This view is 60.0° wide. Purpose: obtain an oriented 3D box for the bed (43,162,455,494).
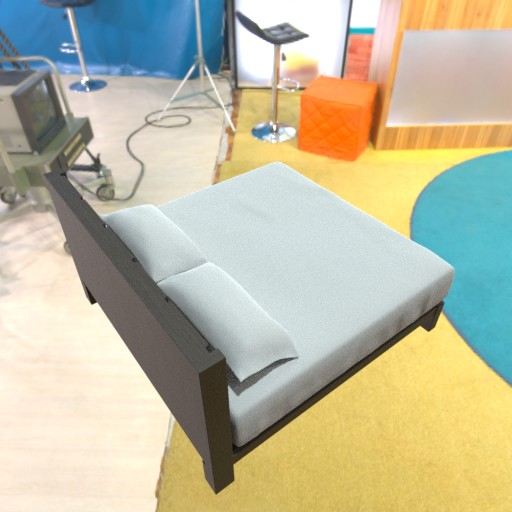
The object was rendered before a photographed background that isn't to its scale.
[{"bbox_3d":[0.000,0.000,3.474,2.238,1.261,2.143,-26,47,-28],"label":"bed"}]
